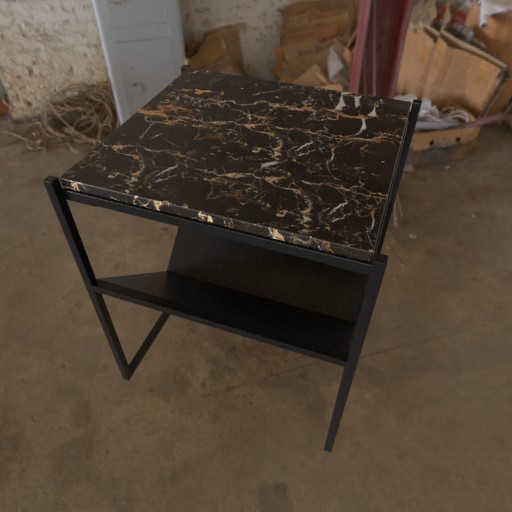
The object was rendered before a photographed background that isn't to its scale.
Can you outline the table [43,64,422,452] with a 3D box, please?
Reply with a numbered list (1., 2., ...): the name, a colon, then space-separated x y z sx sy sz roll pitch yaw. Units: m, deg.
1. table: 0.000 0.000 0.883 0.469 0.534 0.432 14 46 14
